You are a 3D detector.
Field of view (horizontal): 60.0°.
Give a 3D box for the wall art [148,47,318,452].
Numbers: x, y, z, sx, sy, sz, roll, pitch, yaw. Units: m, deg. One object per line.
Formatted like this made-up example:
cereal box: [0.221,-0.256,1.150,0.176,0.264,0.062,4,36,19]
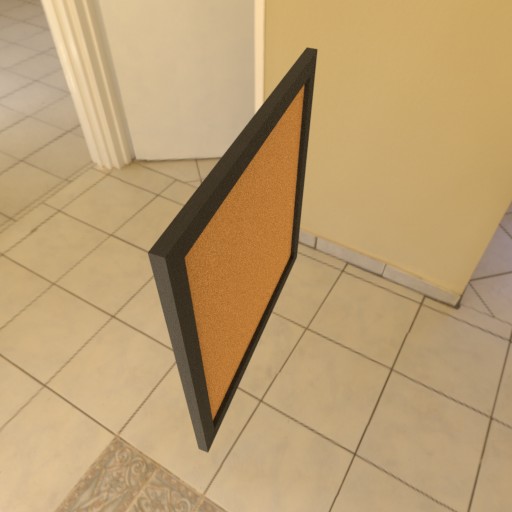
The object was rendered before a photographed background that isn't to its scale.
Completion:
wall art: [0.000,0.000,1.524,0.038,1.016,1.016,16,49,15]
